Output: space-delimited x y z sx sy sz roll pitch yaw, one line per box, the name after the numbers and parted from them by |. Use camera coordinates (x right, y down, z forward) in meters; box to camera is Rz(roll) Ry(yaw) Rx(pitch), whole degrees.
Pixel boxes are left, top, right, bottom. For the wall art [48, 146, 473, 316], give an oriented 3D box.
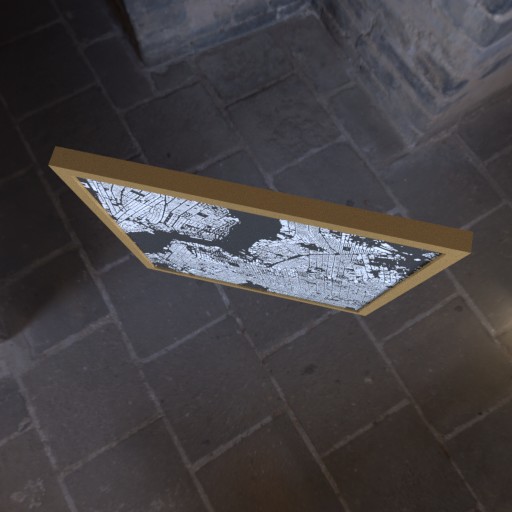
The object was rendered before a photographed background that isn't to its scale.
0.000 0.000 2.912 1.926 1.926 0.099 12 75 3 | wall art
